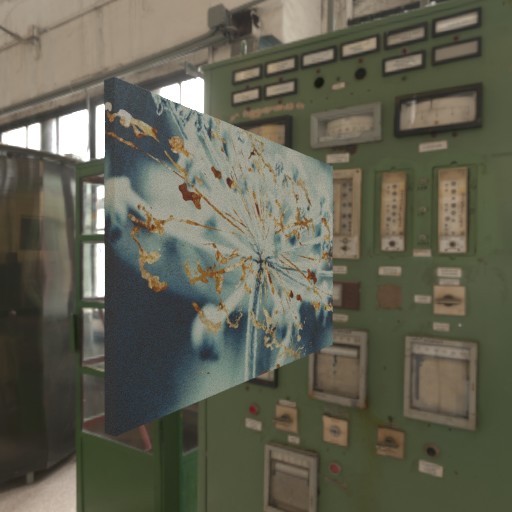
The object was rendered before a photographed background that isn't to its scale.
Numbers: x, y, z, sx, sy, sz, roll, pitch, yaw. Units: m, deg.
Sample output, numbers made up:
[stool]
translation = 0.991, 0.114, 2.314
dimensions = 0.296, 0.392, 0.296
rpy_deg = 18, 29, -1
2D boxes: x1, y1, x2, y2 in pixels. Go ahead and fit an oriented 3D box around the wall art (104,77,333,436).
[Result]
[wall art]
translation = 0.000, 0.000, 1.420
dimensions = 0.035, 0.759, 1.138
rpy_deg = 0, 0, 33
